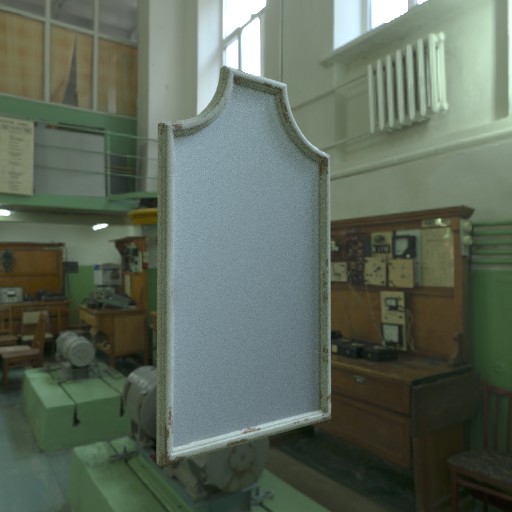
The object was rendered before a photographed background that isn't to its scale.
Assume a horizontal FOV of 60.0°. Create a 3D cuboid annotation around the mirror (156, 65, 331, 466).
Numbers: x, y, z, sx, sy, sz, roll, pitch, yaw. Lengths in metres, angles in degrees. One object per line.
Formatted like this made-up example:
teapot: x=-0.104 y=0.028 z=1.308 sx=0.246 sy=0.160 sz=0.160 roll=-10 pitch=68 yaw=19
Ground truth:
mirror: x=0.000 y=0.000 z=0.874 sx=0.403 sy=0.717 sz=0.022 roll=1 pitch=-1 yaw=-36
